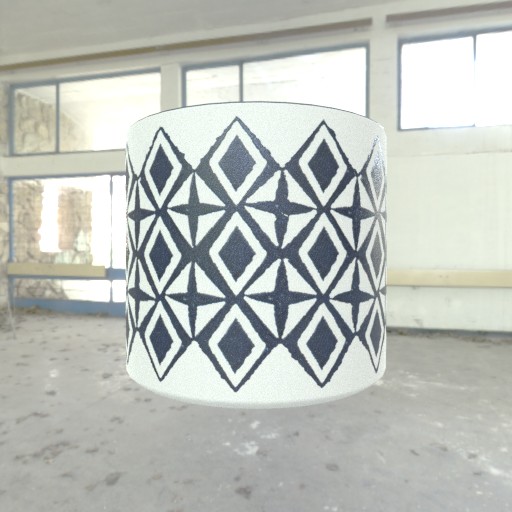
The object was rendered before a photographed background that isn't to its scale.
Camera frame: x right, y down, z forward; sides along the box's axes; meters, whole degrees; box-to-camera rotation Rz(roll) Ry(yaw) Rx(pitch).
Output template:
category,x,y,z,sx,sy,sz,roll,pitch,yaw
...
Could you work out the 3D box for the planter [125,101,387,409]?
category,x,y,z,sx,sy,sz,roll,pitch,yaw
planter,0.000,0.000,0.396,0.224,0.203,0.224,0,1,0
